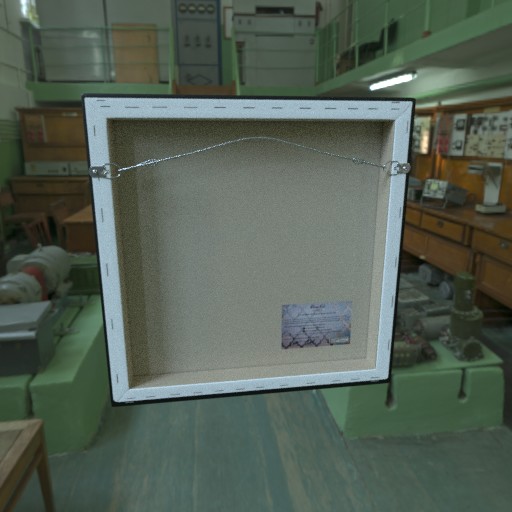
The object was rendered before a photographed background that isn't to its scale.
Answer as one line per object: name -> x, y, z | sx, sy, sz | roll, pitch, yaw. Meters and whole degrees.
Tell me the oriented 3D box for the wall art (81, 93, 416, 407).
wall art -> 0.000, 0.000, 0.598 | 0.406, 0.407, 0.041 | -2, 15, -8
